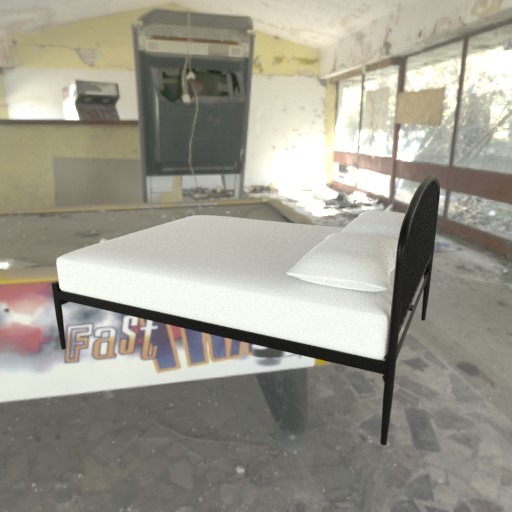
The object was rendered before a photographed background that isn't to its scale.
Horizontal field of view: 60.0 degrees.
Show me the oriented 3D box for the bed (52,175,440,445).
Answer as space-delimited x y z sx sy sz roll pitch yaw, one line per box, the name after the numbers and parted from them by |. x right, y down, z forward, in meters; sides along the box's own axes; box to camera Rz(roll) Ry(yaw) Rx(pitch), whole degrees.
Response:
0.000 0.000 3.055 2.159 1.166 1.618 8 18 25 | bed
